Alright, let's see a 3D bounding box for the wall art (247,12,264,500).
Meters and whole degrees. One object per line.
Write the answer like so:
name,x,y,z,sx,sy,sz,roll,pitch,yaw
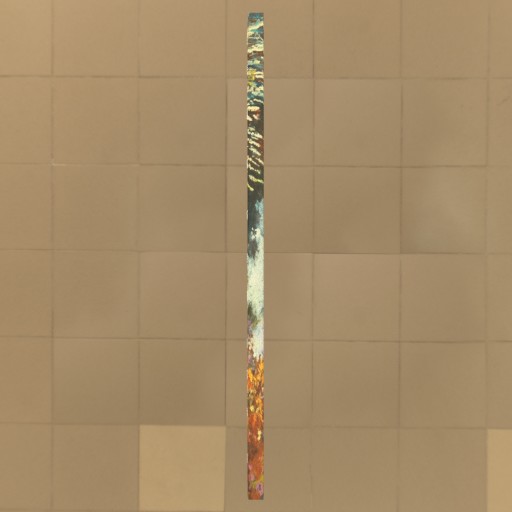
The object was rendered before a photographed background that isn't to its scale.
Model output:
wall art,0.000,0.000,1.412,0.042,0.760,1.136,0,90,0
